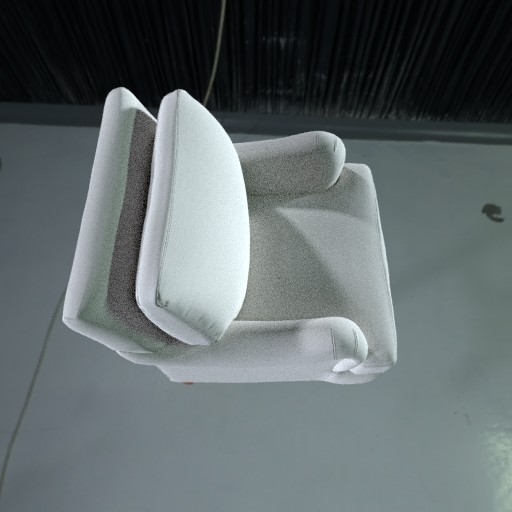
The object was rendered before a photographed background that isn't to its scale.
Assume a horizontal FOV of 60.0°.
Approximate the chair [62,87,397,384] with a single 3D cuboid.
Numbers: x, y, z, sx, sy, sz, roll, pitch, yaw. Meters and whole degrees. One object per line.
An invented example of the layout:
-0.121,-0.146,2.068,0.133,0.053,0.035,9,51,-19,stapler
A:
0.000,0.000,1.802,1.070,1.038,0.955,0,63,0,chair
